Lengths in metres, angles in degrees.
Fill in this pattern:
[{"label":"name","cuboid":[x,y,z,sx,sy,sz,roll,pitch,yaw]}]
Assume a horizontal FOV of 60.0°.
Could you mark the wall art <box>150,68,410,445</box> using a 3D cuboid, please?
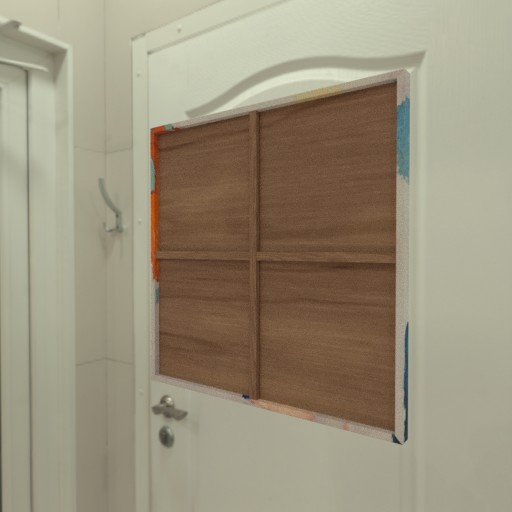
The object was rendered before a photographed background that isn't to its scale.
[{"label":"wall art","cuboid":[0.000,0.000,1.208,0.814,0.814,0.037,1,1,36]}]
